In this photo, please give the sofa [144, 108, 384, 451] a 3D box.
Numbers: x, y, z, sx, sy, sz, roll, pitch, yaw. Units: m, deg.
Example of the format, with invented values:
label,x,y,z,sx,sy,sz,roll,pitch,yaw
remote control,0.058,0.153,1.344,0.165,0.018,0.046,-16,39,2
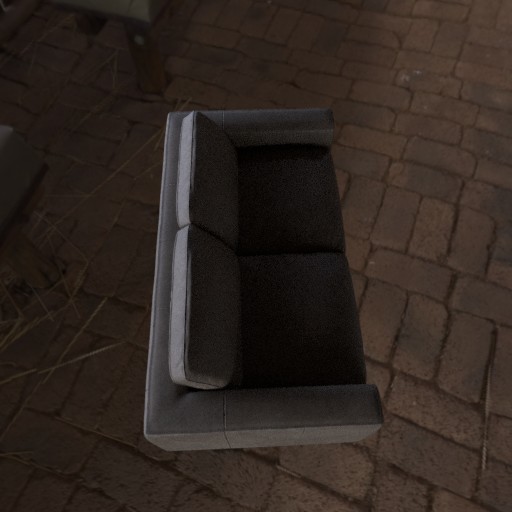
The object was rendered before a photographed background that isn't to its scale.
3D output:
label,x,y,z,sx,sy,sz,roll,pitch,yaw
sofa,0.000,0.000,2.490,1.070,0.800,1.920,-2,62,-1
